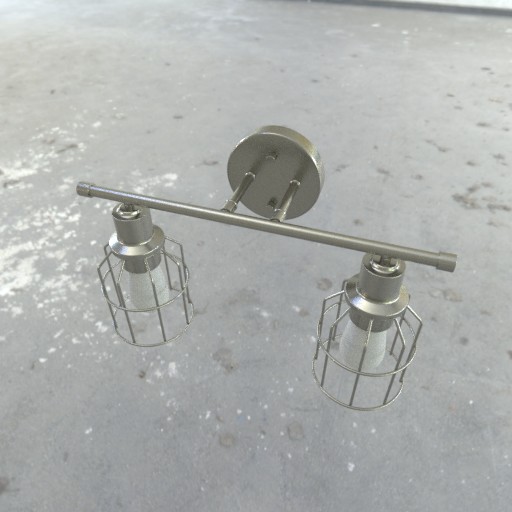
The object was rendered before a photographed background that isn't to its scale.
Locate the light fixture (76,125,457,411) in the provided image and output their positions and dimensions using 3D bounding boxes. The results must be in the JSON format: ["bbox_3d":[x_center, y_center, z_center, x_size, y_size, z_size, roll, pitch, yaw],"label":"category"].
[{"bbox_3d":[0.000,0.000,0.523,0.406,0.254,0.165,12,42,14],"label":"light fixture"}]
